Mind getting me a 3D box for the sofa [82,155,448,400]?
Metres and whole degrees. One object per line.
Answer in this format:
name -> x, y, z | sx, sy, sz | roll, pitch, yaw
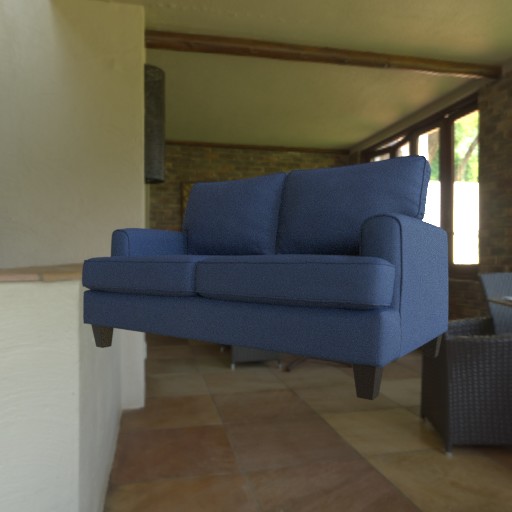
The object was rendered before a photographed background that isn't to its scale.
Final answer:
sofa -> 0.000, 0.000, 2.239 | 1.651, 0.965, 0.965 | 0, 0, 36
